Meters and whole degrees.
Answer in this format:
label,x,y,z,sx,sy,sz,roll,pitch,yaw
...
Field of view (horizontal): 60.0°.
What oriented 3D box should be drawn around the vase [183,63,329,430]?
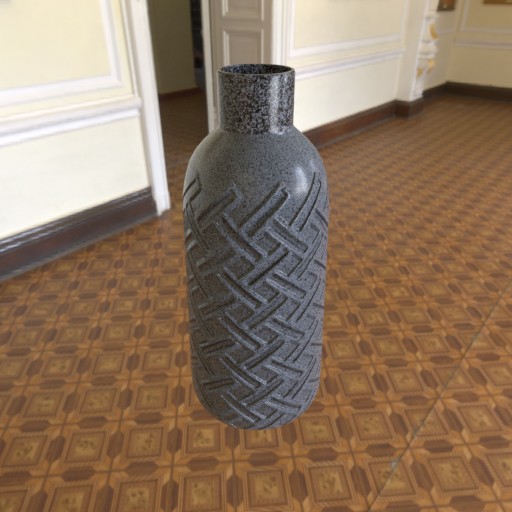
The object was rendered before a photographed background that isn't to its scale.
label,x,y,z,sx,sy,sz,roll,pitch,yaw
vase,0.000,0.000,0.360,0.122,0.282,0.122,0,31,0
